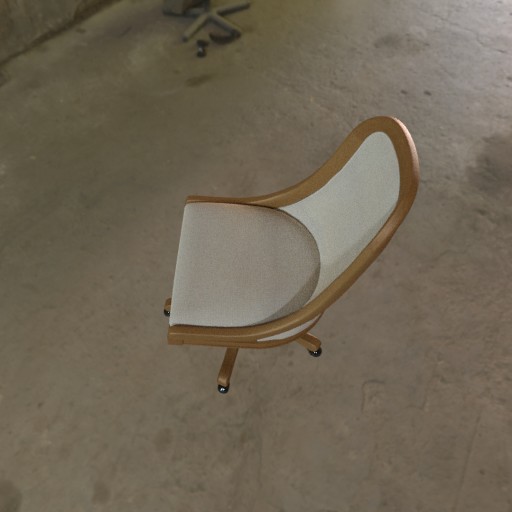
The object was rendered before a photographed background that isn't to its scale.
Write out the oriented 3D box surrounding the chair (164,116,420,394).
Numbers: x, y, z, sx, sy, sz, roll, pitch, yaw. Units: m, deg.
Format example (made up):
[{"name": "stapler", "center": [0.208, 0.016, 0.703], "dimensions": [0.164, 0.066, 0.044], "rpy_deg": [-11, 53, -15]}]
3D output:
[{"name": "chair", "center": [0.000, 0.000, 1.533], "dimensions": [0.811, 1.009, 0.702], "rpy_deg": [1, 59, 1]}]
